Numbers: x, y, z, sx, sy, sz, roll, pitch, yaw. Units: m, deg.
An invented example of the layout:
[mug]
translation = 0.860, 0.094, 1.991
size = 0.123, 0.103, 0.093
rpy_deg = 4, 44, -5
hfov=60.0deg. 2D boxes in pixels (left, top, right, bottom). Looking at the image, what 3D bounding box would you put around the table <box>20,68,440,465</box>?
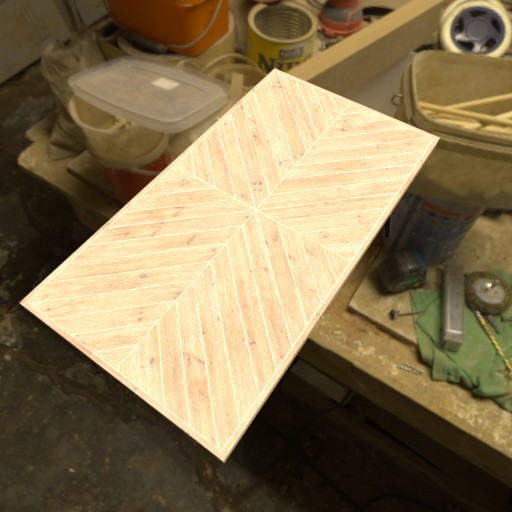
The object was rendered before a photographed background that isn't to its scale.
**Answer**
[table]
translation = 0.000, 0.000, 2.292
size = 0.991, 0.762, 1.803
rpy_deg = 30, 62, 18
